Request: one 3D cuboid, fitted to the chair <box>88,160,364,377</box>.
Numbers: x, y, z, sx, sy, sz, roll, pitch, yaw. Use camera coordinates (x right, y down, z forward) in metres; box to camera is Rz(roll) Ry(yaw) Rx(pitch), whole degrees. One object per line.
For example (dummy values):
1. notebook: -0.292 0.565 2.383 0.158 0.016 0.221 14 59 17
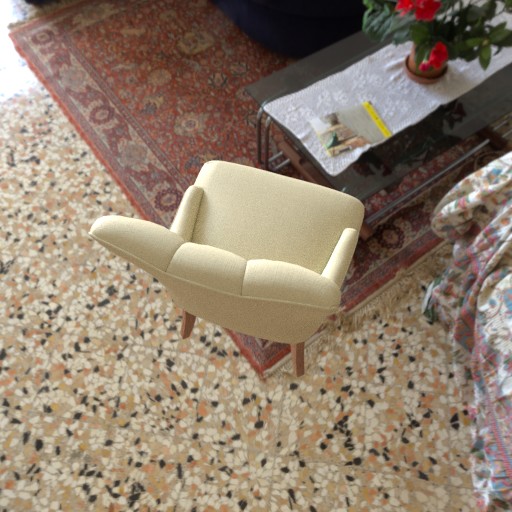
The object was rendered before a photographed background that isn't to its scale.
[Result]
1. chair: 0.000 0.000 1.210 0.509 0.874 0.565 16 65 8
